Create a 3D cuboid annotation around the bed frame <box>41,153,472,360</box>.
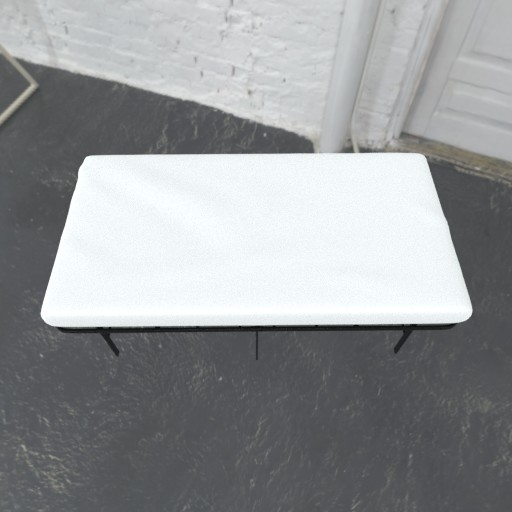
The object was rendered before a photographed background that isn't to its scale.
[{"bbox_3d":[0.000,0.000,2.395,1.903,0.619,0.989,0,56,0],"label":"bed frame"}]
